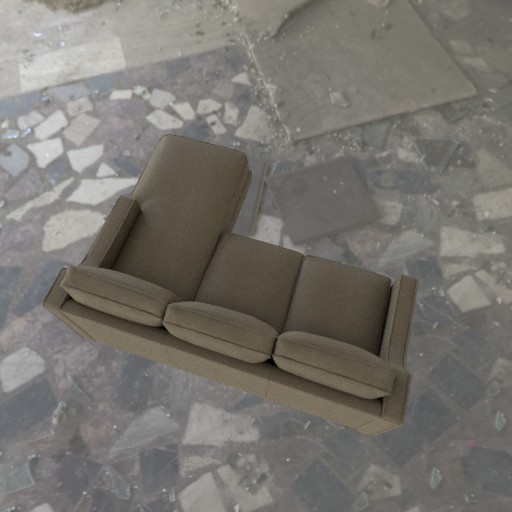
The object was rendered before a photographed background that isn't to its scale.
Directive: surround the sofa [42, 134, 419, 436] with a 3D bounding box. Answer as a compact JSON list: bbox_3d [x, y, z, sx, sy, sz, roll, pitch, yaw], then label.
[{"bbox_3d":[0.000,0.000,3.332,2.317,1.081,1.858,16,64,8],"label":"sofa"}]
